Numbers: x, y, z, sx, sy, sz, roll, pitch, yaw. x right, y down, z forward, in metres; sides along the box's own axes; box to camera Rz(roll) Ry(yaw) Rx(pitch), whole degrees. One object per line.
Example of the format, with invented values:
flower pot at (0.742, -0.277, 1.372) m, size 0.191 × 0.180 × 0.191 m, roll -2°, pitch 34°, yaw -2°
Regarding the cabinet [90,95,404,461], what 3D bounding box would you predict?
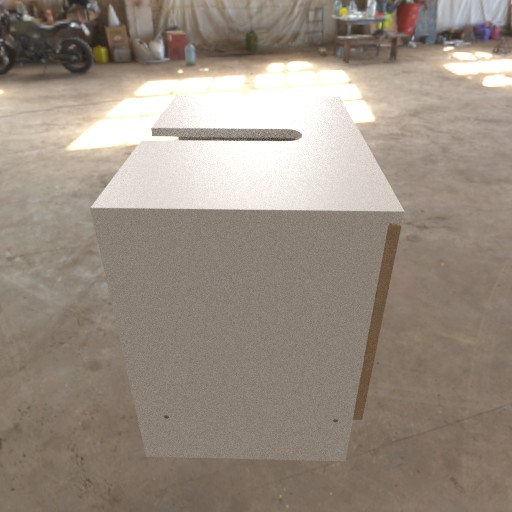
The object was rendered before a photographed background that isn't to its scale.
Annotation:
cabinet at (0.000, 0.000, 0.943) m, size 0.400 × 0.522 × 0.600 m, roll 1°, pitch 33°, yaw 1°
